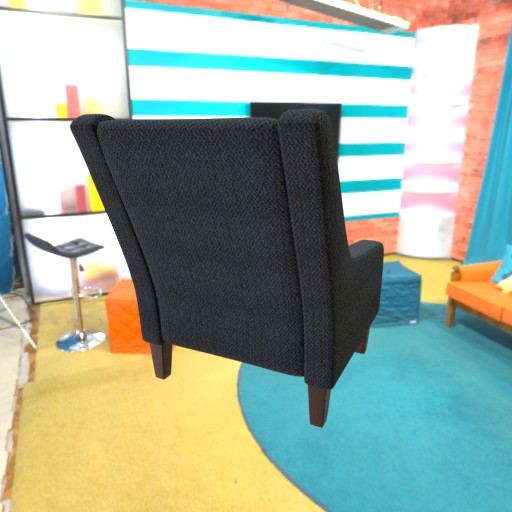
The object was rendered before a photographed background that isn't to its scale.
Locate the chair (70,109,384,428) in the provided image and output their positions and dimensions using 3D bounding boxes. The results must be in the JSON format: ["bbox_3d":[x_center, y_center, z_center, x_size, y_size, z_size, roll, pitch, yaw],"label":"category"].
[{"bbox_3d":[0.000,0.000,1.681,0.793,1.012,0.944,8,18,26],"label":"chair"}]
